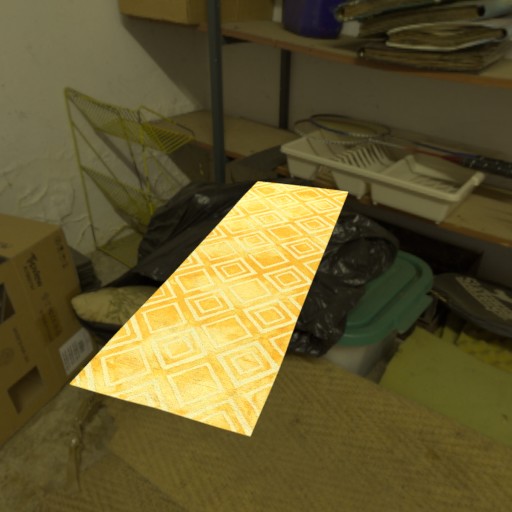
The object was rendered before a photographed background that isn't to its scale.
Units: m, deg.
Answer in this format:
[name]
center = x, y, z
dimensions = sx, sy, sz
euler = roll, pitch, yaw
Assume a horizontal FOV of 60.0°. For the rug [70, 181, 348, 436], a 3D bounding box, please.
[rug]
center = 0.000, 0.000, 2.663
dimensions = 0.775, 0.010, 2.438
euler = 9, 31, 16
